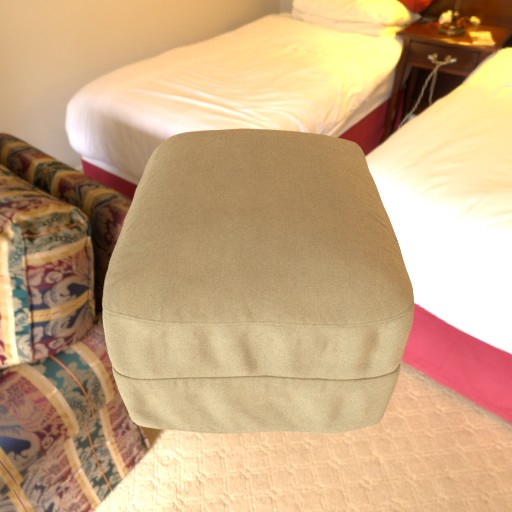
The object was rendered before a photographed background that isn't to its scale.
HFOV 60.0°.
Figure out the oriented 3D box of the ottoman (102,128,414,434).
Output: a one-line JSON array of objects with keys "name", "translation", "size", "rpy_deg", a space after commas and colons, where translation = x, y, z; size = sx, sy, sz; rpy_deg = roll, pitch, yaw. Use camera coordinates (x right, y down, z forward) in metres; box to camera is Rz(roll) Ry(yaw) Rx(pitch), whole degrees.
[{"name": "ottoman", "translation": [0.000, 0.000, 1.080], "size": [0.584, 0.480, 0.712], "rpy_deg": [0, 41, 0]}]
